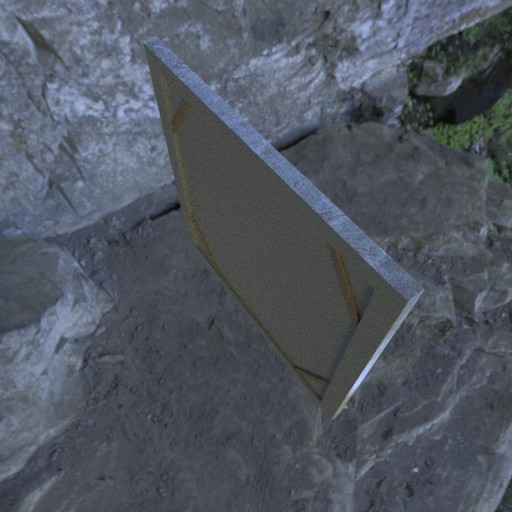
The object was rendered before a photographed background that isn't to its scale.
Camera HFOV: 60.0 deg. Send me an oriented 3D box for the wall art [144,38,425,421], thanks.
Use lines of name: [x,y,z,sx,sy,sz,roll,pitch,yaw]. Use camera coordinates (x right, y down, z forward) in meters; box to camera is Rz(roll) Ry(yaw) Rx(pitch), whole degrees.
wall art: [0.000,0.000,1.593,0.051,1.091,1.092,-32,63,-18]
